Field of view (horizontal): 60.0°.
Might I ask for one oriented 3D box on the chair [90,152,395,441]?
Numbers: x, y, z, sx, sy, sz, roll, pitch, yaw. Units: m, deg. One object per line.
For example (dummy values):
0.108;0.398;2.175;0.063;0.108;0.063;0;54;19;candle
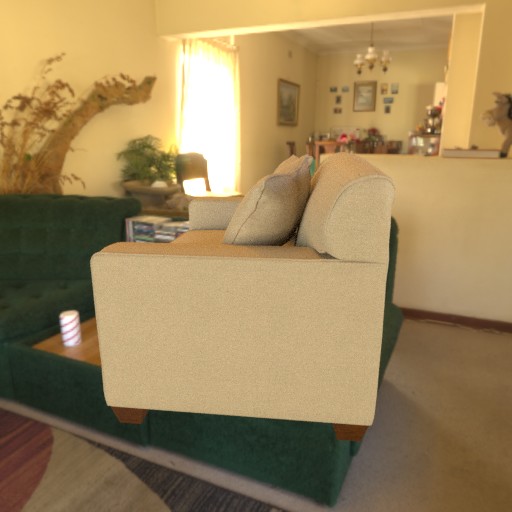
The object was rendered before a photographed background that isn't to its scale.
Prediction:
0.000;0.000;2.078;1.000;0.948;1.383;2;15;7;chair
